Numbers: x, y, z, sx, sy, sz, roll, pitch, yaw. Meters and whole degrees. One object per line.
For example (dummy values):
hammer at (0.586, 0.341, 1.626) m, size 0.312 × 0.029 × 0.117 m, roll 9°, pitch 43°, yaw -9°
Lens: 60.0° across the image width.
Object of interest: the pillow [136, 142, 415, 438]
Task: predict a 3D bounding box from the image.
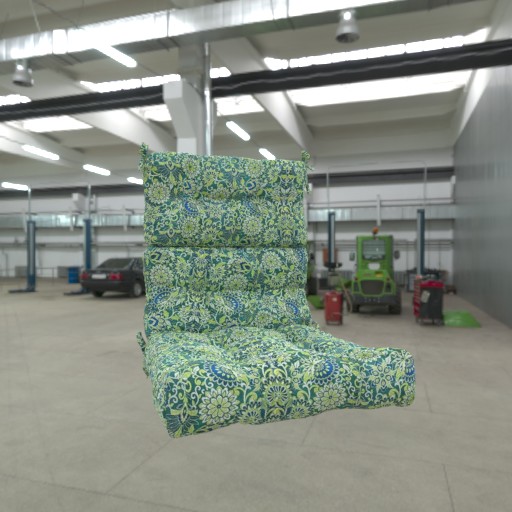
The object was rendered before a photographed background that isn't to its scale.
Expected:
pillow at (0.000, 0.000, 1.023) m, size 0.519 × 0.605 × 0.571 m, roll 0°, pitch 0°, yaw -18°
